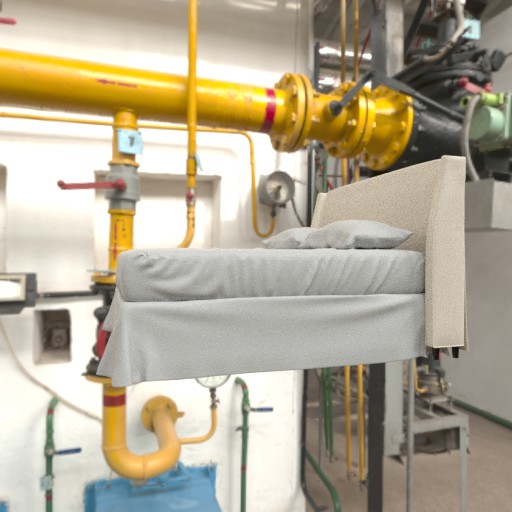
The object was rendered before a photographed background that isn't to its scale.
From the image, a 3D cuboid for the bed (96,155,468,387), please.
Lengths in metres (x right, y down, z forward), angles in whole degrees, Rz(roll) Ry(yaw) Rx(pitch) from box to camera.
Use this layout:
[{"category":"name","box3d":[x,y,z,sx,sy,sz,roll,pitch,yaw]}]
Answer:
[{"category":"bed","box3d":[0.000,0.000,3.415,2.276,1.332,1.925,0,0,-18]}]
